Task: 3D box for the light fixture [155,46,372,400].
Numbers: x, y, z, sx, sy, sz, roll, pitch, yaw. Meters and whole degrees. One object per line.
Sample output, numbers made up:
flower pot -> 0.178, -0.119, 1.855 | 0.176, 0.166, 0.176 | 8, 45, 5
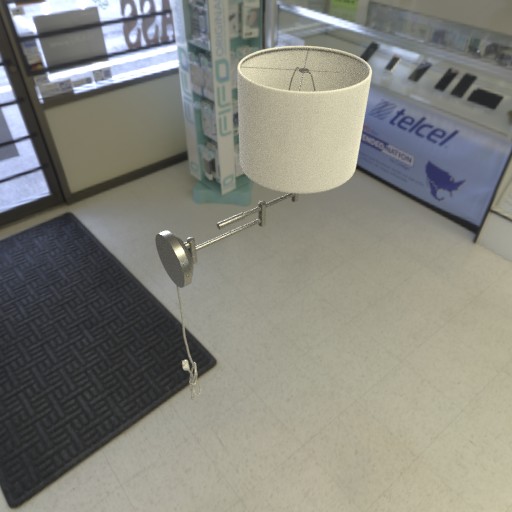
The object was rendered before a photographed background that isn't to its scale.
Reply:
light fixture -> 0.000, 0.000, 1.068 | 0.479, 0.842, 0.253 | -26, 48, -26
